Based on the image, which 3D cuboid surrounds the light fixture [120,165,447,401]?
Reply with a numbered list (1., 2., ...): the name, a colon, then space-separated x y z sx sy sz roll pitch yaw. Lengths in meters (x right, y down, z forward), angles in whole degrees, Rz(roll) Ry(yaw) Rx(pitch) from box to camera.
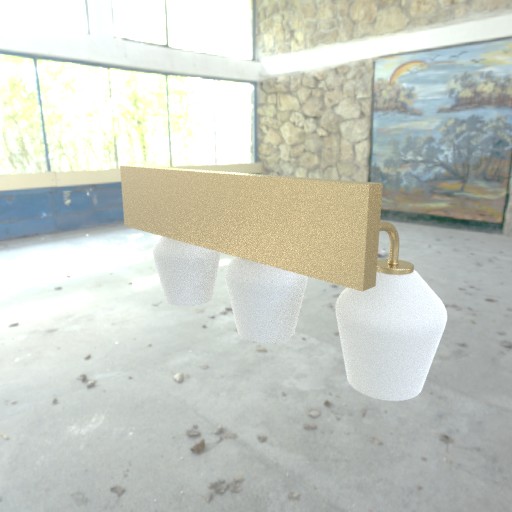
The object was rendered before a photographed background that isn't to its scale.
1. light fixture: 0.000 0.000 0.731 0.190 0.280 0.609 -13 19 -42
